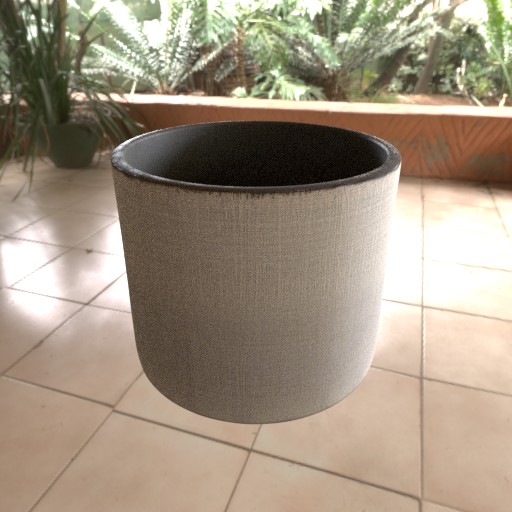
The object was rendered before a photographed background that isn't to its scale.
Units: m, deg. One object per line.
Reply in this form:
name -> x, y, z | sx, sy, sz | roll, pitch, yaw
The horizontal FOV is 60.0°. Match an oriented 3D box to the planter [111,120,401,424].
planter -> 0.000, 0.000, 0.444 | 0.254, 0.221, 0.254 | 0, 27, 0
